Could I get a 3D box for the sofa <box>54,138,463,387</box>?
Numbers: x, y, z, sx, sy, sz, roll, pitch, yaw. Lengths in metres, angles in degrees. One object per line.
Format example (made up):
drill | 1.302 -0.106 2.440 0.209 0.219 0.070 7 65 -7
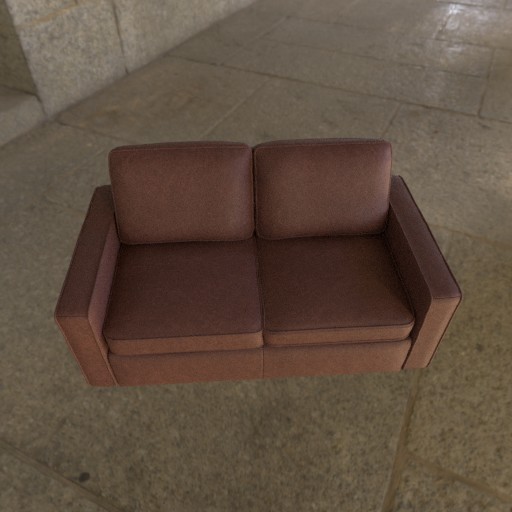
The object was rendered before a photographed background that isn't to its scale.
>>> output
sofa | 0.000 0.000 2.233 1.709 0.918 0.947 -3 45 -3
